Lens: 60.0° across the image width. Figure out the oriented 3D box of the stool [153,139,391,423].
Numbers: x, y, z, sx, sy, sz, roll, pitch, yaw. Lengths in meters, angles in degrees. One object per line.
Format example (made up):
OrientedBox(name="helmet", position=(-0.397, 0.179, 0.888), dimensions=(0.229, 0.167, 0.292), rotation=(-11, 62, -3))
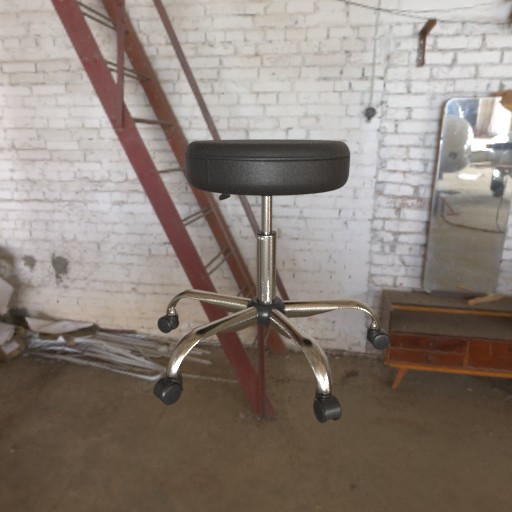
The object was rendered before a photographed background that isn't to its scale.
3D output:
OrientedBox(name="stool", position=(0.000, 0.000, 1.146), dimensions=(0.673, 0.576, 0.638), rotation=(15, 22, 42))
